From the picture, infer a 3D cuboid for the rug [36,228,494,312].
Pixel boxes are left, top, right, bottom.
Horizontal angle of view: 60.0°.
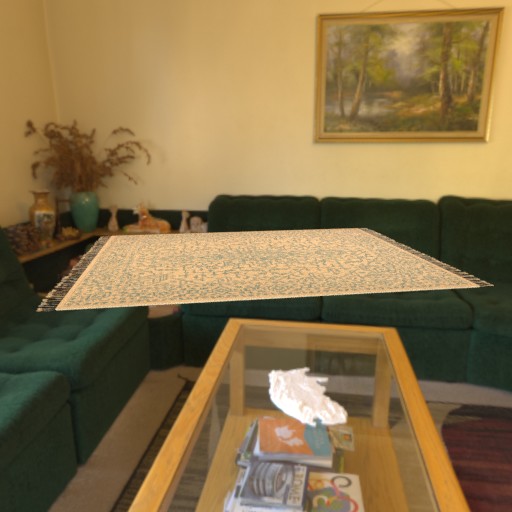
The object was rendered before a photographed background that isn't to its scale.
[{"bbox_3d":[0.000,0.000,4.284,3.327,0.010,2.464,-2,14,-9],"label":"rug"}]
